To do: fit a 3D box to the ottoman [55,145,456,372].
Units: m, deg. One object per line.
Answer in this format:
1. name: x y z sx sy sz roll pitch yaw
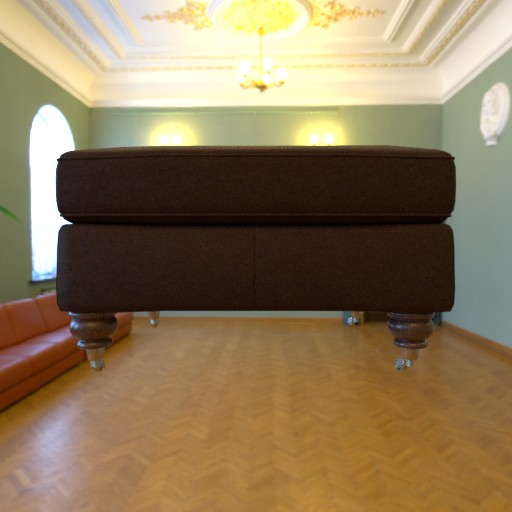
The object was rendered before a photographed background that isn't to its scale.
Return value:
1. ottoman: 0.000 0.000 1.766 1.187 0.730 0.967 0 1 0
